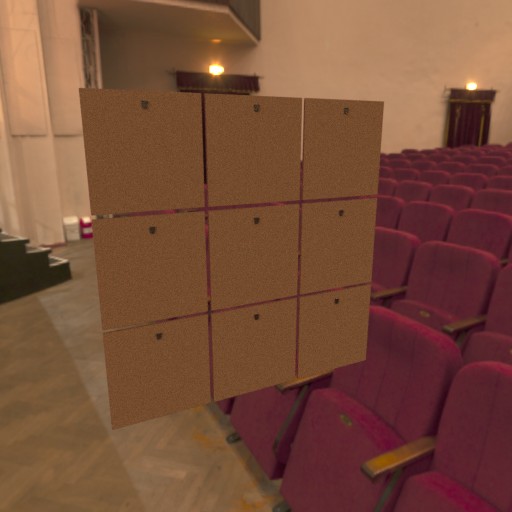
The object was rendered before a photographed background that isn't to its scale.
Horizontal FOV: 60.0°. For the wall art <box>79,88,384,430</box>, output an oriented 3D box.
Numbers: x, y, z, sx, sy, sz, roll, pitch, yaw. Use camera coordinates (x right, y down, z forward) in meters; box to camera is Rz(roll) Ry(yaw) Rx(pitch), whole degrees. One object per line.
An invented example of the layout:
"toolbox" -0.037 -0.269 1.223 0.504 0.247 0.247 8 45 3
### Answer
"wall art" 0.000 0.000 2.246 1.533 1.532 0.019 -7 17 -26
